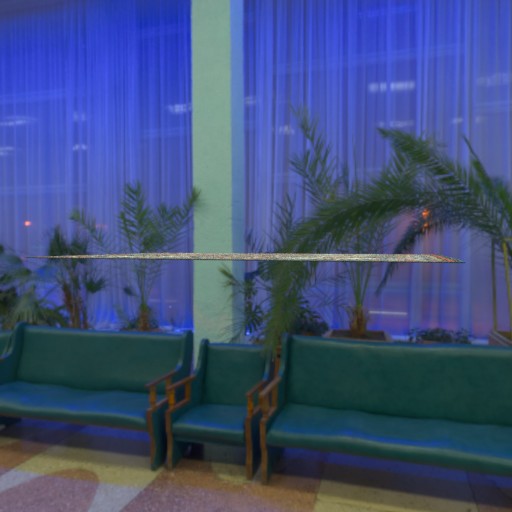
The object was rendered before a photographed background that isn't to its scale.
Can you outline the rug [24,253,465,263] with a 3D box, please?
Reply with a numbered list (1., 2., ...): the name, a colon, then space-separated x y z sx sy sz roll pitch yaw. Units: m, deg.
1. rug: 0.000 0.000 4.177 3.371 0.008 2.190 0 2 18
